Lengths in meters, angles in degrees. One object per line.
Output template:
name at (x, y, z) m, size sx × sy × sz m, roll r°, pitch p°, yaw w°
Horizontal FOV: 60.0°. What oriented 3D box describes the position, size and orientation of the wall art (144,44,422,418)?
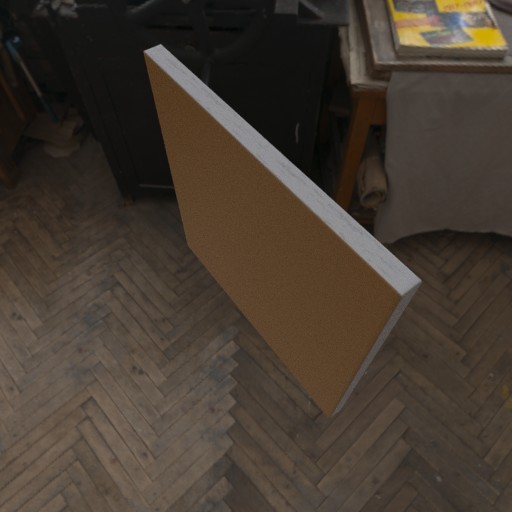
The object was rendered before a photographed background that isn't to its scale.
wall art at (0.000, 0.000, 1.919) m, size 0.078 × 1.288 × 1.287 m, roll -33°, pitch 63°, yaw -19°
